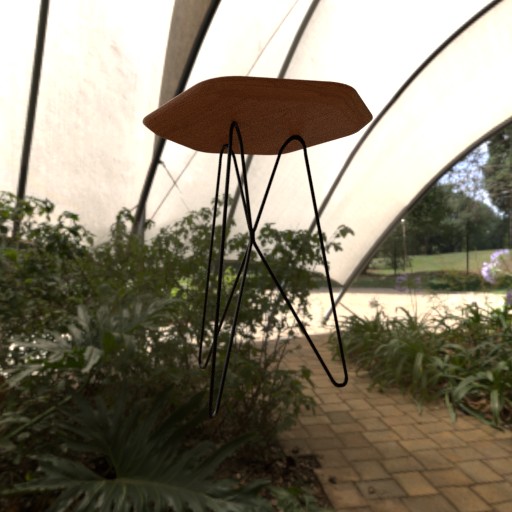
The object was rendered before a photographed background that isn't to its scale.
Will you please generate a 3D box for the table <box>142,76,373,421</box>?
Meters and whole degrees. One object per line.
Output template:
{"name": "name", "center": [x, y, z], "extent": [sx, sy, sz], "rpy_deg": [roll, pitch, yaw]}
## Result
{"name": "table", "center": [0.000, 0.000, 0.924], "extent": [0.400, 0.562, 0.500], "rpy_deg": [0, 0, -37]}
